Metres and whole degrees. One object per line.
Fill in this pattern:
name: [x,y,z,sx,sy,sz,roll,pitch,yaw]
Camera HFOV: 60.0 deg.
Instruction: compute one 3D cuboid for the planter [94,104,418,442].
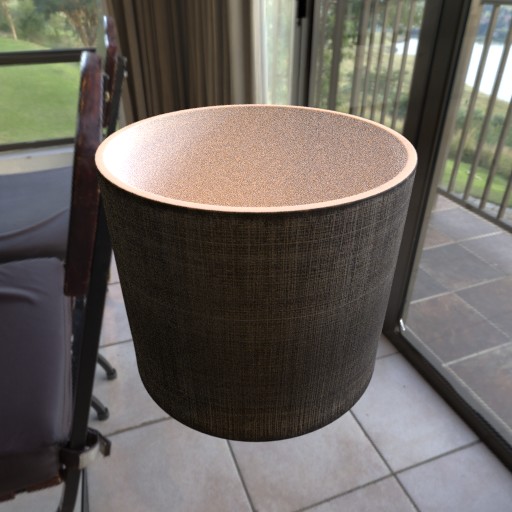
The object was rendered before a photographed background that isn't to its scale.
planter: [0.000,0.000,0.423,0.254,0.221,0.254,0,32,0]
